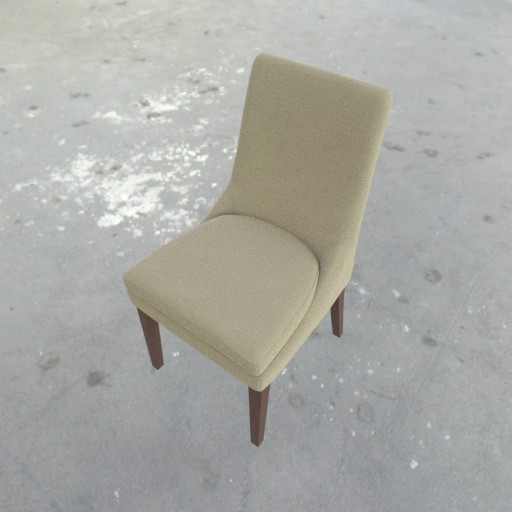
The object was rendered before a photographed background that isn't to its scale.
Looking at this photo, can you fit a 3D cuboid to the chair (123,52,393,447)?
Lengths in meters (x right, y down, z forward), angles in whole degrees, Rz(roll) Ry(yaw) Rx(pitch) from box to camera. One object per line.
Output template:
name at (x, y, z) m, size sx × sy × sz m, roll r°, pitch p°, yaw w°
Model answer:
chair at (0.000, 0.000, 1.337) m, size 0.515 × 0.940 × 0.638 m, roll 29°, pitch 52°, yaw 25°
